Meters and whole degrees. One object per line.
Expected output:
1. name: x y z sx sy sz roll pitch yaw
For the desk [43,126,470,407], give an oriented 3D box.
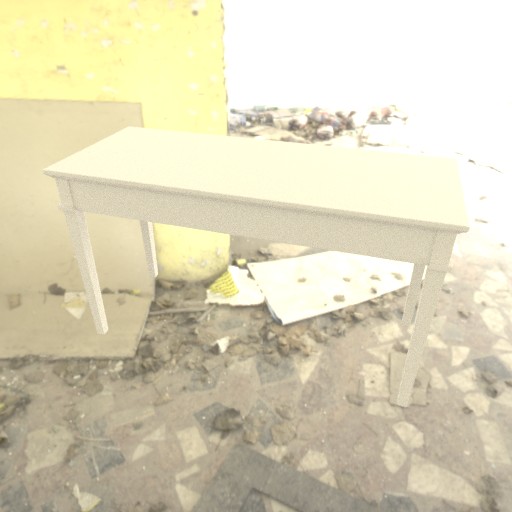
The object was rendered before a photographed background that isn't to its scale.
1. desk: 0.000 0.000 1.784 1.372 0.774 0.559 10 33 15
